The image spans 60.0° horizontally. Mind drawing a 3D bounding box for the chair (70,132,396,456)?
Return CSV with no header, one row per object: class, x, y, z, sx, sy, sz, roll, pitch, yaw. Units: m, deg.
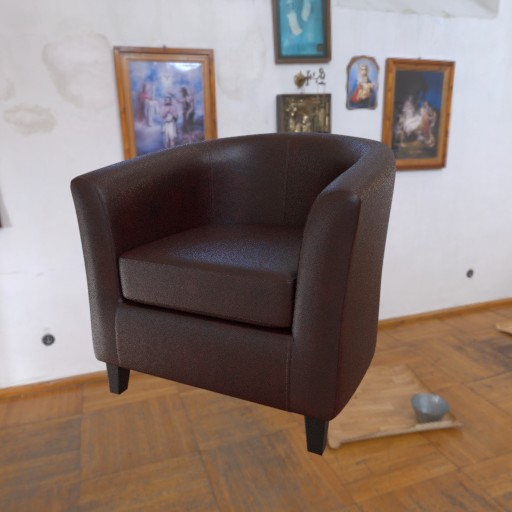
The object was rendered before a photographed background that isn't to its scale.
chair,0.000,0.000,1.385,0.792,0.756,0.727,7,16,24
